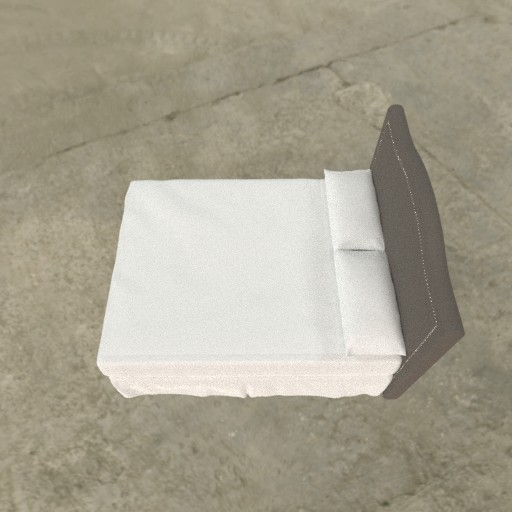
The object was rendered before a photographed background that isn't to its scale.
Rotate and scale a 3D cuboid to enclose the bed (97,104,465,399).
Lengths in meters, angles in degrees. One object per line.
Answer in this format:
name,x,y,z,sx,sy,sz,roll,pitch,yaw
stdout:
bed,0.000,0.000,3.069,2.036,1.387,1.666,0,58,0
